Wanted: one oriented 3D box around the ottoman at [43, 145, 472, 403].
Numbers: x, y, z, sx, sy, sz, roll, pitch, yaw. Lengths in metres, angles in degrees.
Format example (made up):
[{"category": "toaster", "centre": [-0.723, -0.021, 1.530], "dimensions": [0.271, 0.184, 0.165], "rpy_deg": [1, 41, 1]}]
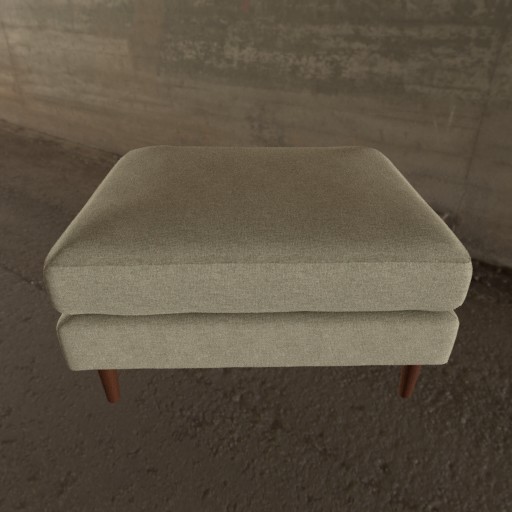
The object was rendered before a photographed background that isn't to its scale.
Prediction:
[{"category": "ottoman", "centre": [0.000, 0.000, 1.192], "dimensions": [0.821, 0.474, 0.693], "rpy_deg": [-1, 31, -1]}]
